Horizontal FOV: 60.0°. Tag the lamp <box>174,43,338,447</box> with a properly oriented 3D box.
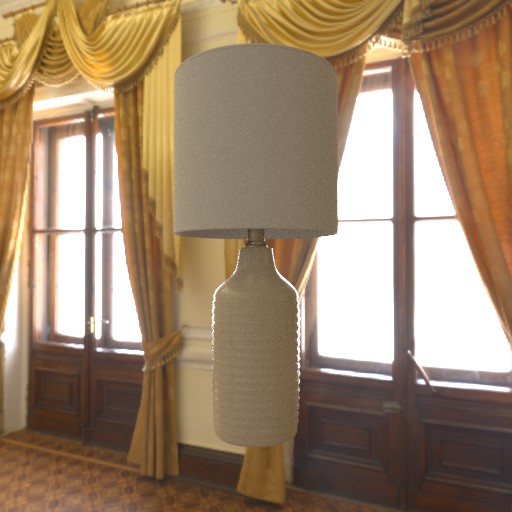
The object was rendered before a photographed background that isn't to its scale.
[{"bbox_3d":[0.000,0.000,0.604,0.220,0.475,0.220,-1,-1,36],"label":"lamp"}]
